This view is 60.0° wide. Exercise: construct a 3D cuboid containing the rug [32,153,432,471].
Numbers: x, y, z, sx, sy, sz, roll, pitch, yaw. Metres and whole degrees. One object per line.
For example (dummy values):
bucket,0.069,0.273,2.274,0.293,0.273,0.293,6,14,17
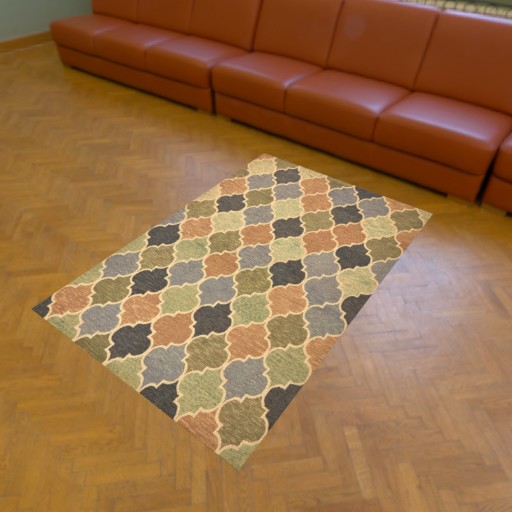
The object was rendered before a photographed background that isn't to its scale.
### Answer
rug,0.000,0.000,2.319,1.216,0.006,1.828,26,48,27
